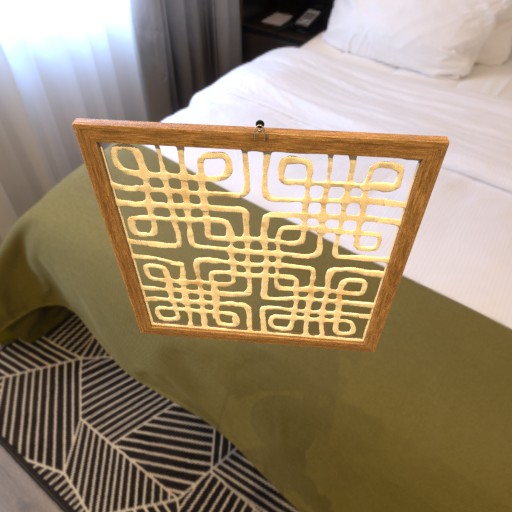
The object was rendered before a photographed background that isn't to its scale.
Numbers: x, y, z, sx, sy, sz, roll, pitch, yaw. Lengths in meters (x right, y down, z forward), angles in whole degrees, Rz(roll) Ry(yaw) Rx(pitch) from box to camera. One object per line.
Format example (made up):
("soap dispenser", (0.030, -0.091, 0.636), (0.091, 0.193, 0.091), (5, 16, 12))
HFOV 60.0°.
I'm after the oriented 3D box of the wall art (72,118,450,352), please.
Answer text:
("wall art", (0.000, 0.000, 0.854), (0.561, 0.582, 0.021), (4, 46, 4))
